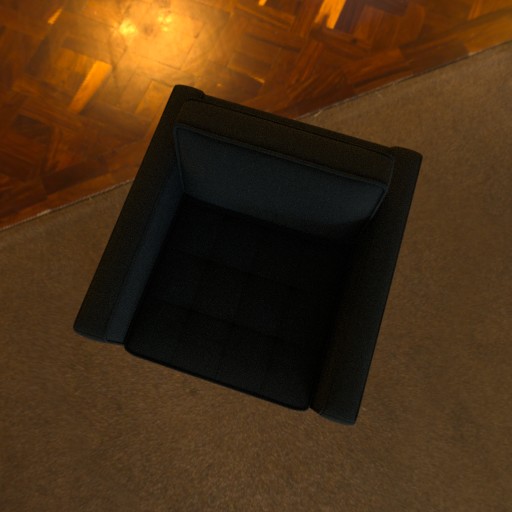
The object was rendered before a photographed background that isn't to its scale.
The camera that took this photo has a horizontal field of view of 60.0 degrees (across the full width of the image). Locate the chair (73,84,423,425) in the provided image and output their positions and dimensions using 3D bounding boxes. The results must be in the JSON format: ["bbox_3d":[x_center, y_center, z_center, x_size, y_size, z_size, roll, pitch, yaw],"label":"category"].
[{"bbox_3d":[0.000,0.000,1.585,0.899,0.770,0.920,17,76,4],"label":"chair"}]
